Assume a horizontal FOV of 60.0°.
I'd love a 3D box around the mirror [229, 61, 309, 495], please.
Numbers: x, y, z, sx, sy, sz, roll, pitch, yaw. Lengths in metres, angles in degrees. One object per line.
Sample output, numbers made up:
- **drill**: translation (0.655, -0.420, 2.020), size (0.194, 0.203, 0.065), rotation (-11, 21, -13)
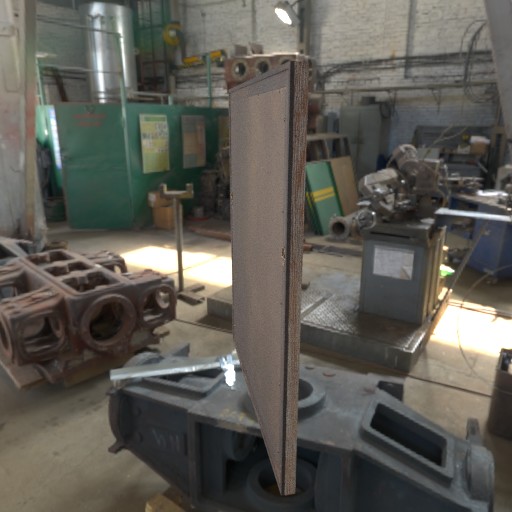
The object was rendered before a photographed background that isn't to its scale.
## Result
- **mirror**: translation (0.000, 0.000, 1.192), size (0.032, 0.882, 0.730), rotation (-3, 17, -11)
